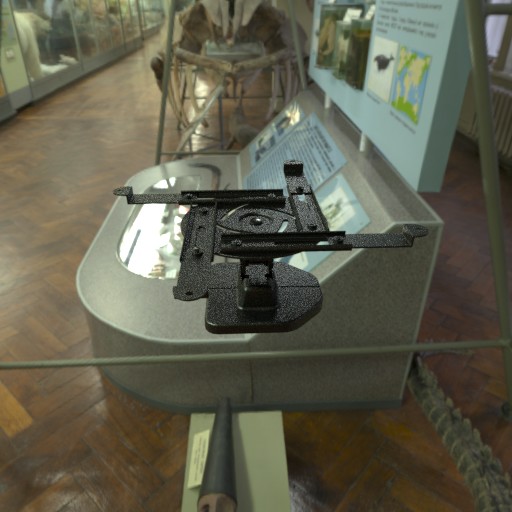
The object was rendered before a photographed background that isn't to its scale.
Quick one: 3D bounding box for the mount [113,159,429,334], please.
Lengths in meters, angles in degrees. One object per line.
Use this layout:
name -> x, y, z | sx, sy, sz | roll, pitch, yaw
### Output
mount -> 0.000, 0.000, 0.603 | 0.394, 0.141, 0.394 | -1, 30, -2
